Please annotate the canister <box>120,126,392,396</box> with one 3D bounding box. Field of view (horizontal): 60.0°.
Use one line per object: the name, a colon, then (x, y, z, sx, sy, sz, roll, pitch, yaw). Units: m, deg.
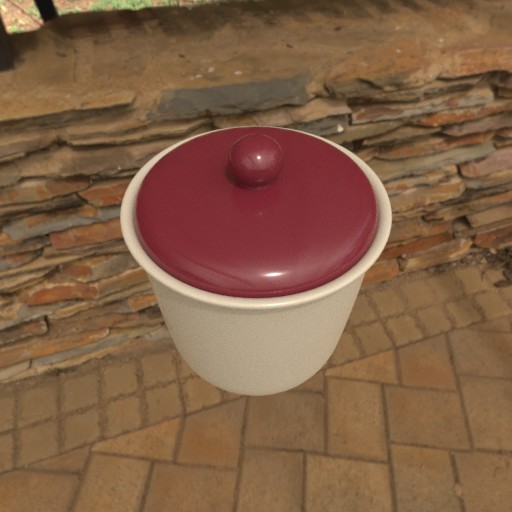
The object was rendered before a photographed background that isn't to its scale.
canister: (0.000, 0.000, 0.345, 0.182, 0.208, 0.182, 0, 48, 0)
